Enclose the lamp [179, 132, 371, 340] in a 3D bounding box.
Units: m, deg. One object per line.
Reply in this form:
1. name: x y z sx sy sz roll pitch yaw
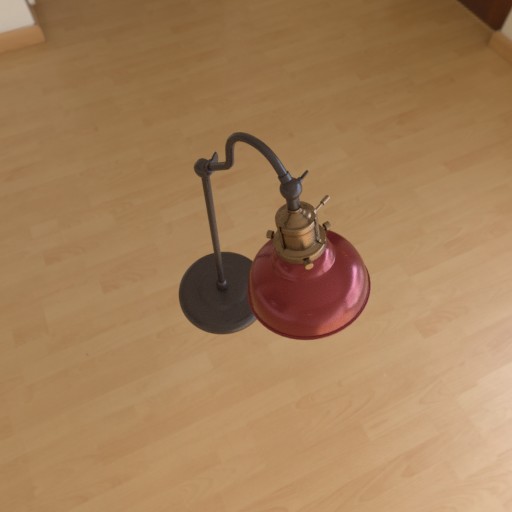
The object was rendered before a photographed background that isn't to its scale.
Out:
1. lamp: 0.000 0.000 0.708 0.374 0.508 0.192 36 66 19
